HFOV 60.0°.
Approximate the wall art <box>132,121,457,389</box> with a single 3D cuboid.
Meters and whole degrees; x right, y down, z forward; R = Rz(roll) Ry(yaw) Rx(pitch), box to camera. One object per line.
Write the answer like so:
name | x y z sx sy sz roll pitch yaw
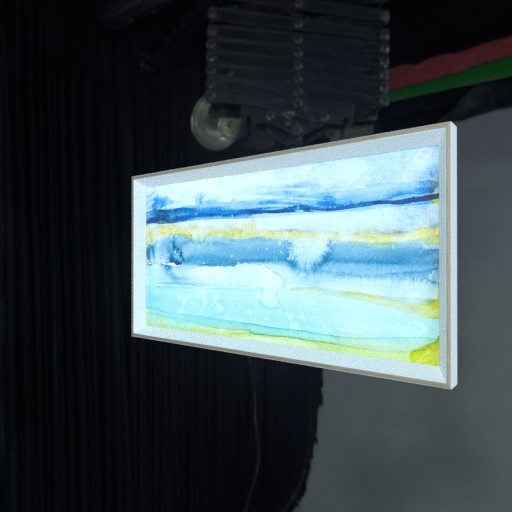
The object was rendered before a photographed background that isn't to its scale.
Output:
wall art | 0.000 0.000 0.970 0.812 0.431 0.038 0 0 37
